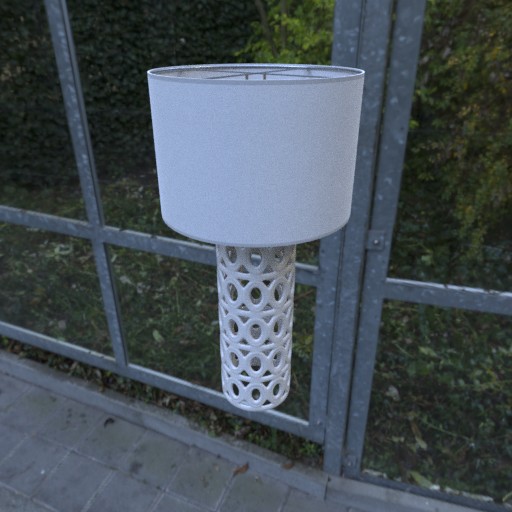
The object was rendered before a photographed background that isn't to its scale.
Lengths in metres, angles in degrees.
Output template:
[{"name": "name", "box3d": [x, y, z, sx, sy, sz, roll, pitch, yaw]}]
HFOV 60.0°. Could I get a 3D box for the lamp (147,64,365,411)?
[{"name": "lamp", "box3d": [0.000, 0.000, 0.821, 0.324, 0.636, 0.325, 18, 32, 32]}]
